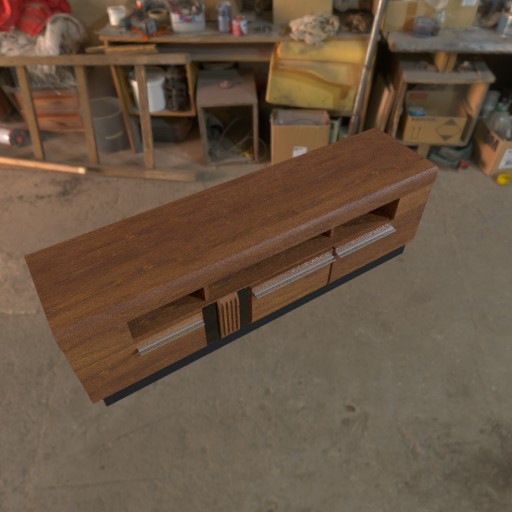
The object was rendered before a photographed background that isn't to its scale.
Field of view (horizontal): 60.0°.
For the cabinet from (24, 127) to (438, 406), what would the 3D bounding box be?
[{"bbox_3d":[0.000,0.000,1.863,1.600,0.510,0.419,-24,51,-22],"label":"cabinet"}]
